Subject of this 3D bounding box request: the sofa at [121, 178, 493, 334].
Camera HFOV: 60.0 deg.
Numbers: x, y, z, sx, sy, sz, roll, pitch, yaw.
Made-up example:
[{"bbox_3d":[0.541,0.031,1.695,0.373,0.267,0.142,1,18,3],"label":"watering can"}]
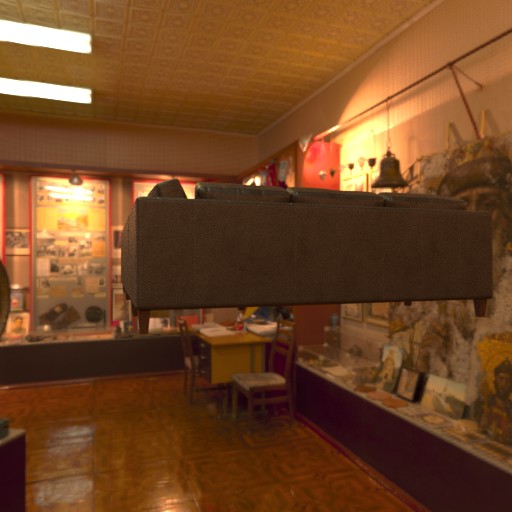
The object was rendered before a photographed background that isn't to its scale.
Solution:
[{"bbox_3d":[0.000,0.000,4.323,2.452,0.891,3.324,0,-1,-18],"label":"sofa"}]
